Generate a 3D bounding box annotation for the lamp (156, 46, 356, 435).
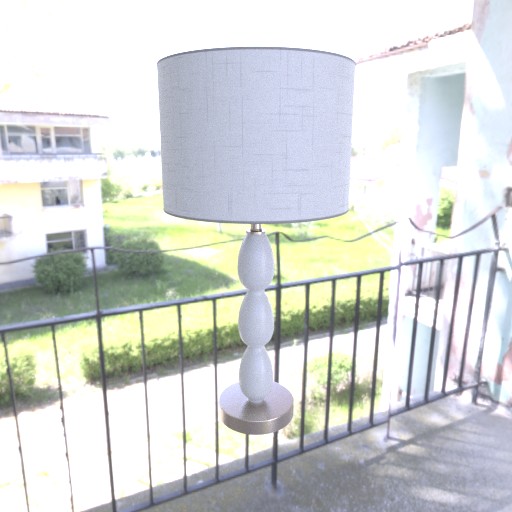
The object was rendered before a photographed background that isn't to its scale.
[{"bbox_3d":[0.000,0.000,0.703,0.280,0.559,0.282,-7,16,-26],"label":"lamp"}]
